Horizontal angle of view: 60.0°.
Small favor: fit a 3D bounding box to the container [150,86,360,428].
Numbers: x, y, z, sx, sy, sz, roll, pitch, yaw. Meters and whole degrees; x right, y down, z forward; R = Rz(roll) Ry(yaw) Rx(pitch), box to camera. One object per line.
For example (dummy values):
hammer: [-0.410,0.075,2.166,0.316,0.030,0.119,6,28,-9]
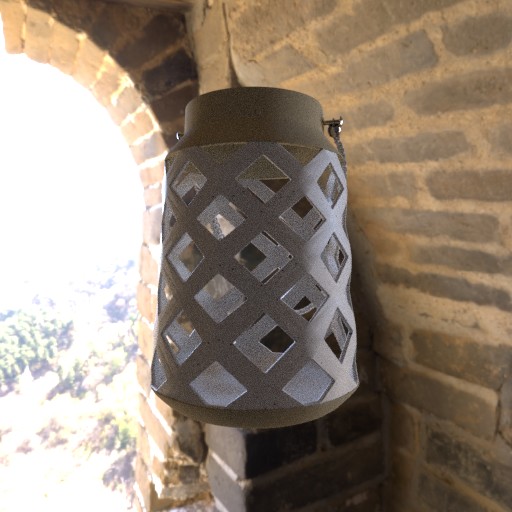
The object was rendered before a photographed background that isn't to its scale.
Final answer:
container: [0.000,0.000,0.412,0.188,0.264,0.198,0,0,17]
